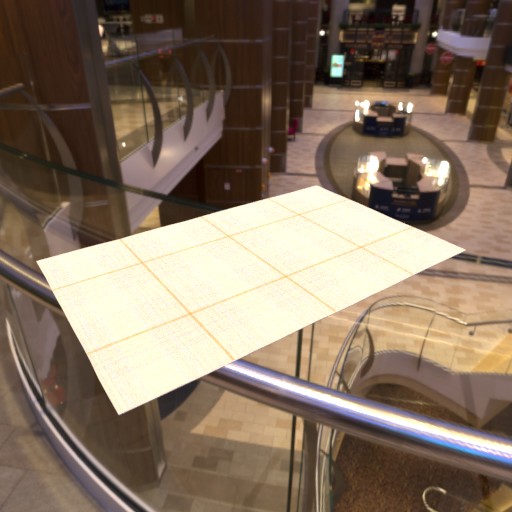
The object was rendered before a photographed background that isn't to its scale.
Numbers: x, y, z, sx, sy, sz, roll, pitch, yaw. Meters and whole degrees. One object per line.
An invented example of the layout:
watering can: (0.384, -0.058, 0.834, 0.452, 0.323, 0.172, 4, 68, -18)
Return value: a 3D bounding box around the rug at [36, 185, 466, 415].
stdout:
rug: (0.000, 0.000, 2.965, 2.442, 0.016, 1.527, -19, 35, -30)
